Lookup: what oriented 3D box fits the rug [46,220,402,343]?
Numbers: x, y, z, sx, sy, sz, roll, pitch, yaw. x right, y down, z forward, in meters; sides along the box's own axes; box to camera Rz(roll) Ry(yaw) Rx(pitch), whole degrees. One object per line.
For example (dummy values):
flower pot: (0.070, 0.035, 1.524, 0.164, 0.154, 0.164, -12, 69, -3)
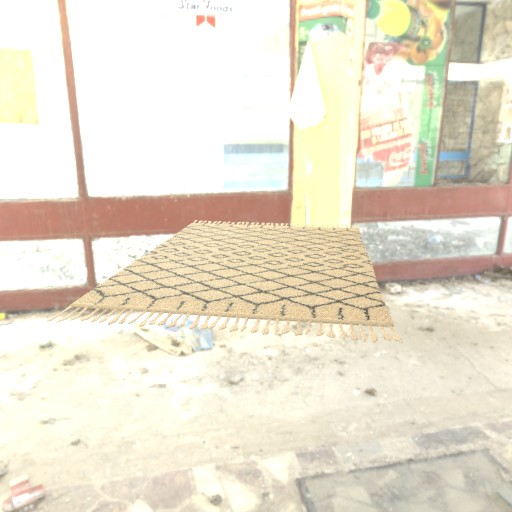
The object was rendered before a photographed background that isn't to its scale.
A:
rug: (0.000, 0.000, 3.245, 1.664, 0.029, 2.615, 2, 16, 8)
